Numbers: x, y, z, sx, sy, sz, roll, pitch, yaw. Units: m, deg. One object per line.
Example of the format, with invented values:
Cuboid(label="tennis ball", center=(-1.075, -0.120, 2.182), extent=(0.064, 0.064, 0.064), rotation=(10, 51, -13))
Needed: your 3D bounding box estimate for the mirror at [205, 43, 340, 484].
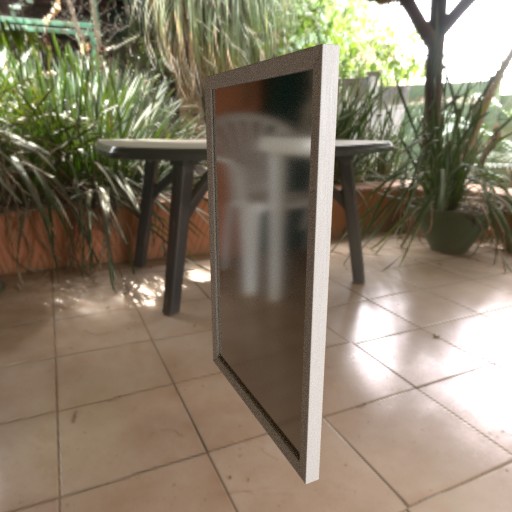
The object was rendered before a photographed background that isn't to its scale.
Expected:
Cuboid(label="mirror", center=(0.000, 0.000, 1.149), extent=(0.040, 0.915, 0.609), rotation=(-8, 18, -24))
